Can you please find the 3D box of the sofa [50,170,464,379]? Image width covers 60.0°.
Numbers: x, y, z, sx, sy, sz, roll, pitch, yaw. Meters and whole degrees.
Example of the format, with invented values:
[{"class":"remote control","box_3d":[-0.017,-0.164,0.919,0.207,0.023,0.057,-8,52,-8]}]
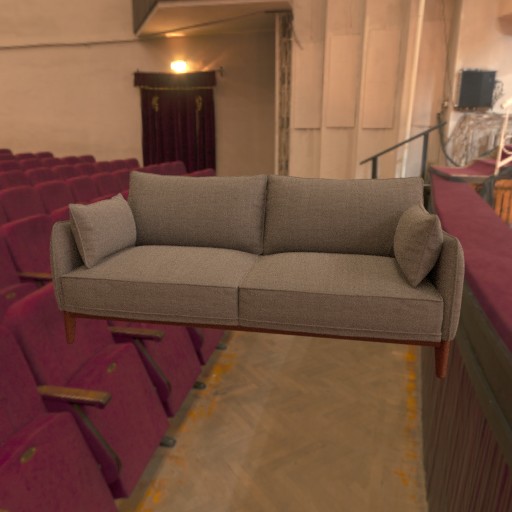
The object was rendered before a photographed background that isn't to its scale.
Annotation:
[{"class":"sofa","box_3d":[0.000,0.000,2.453,1.989,0.851,0.972,3,15,10]}]
